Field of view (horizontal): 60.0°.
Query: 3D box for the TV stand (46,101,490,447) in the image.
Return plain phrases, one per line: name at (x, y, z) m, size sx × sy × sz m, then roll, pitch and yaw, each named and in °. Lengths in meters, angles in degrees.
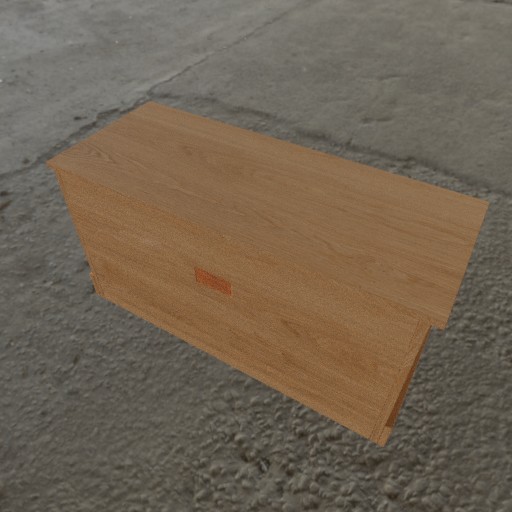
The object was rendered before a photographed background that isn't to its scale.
TV stand at (0.000, 0.000, 1.342) m, size 1.080 × 0.550 × 0.440 m, roll 23°, pitch 49°, yaw 21°
